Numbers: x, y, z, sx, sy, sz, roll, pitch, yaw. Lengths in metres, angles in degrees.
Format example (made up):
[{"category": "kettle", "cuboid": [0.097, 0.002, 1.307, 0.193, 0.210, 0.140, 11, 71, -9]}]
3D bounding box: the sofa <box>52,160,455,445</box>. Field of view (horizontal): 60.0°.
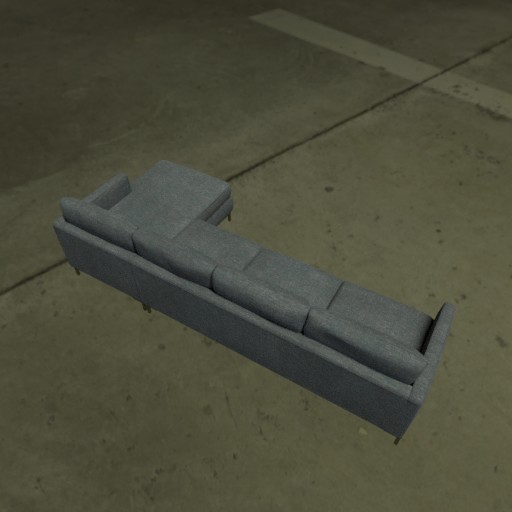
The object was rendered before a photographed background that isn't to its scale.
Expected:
[{"category": "sofa", "cuboid": [0.000, 0.000, 3.436, 2.932, 0.810, 1.350, 23, 50, 21]}]
